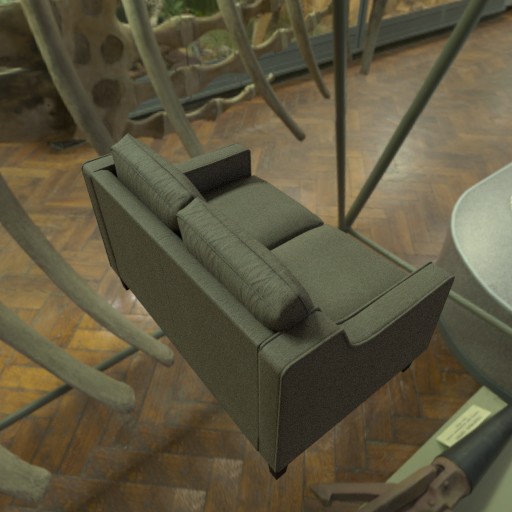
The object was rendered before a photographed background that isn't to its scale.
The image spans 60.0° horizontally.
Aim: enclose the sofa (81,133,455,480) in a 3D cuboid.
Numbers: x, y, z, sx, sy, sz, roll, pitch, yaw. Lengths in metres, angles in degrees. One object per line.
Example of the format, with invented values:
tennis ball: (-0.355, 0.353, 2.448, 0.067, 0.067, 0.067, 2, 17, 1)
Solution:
sofa: (0.000, 0.000, 2.141, 0.985, 0.981, 1.503, -27, 48, -28)
